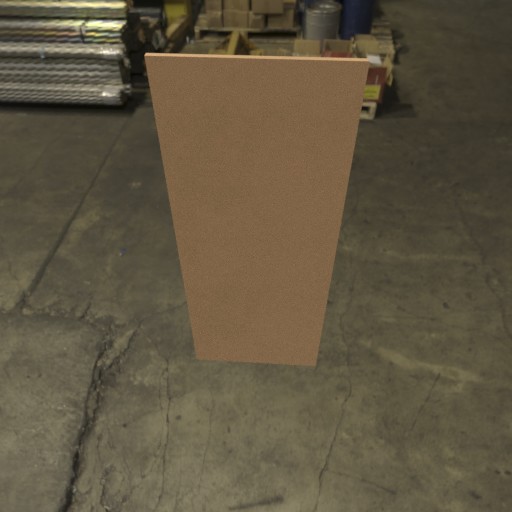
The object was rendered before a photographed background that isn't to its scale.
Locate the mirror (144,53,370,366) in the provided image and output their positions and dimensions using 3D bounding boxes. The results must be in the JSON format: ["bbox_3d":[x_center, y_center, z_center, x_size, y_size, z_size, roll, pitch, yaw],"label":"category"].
[{"bbox_3d":[0.000,0.000,2.320,0.812,2.031,0.026,3,45,3],"label":"mirror"}]
